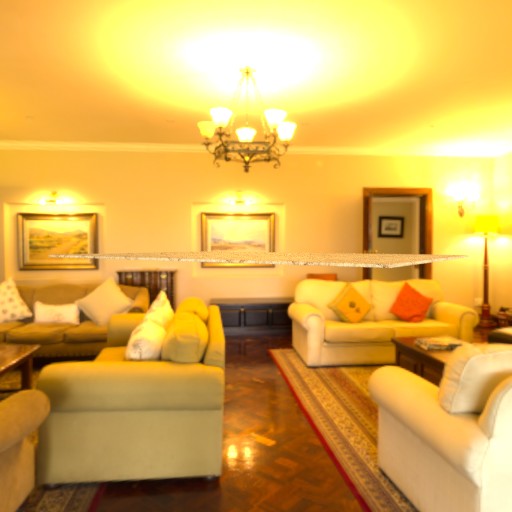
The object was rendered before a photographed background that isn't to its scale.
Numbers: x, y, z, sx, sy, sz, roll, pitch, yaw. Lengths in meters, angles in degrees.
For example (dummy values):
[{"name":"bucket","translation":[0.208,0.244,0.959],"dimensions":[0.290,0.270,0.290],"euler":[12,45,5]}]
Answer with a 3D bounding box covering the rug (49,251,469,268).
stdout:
[{"name":"rug","translation":[0.000,0.000,2.905],"dimensions":[2.292,0.014,1.528],"euler":[1,2,35]}]
